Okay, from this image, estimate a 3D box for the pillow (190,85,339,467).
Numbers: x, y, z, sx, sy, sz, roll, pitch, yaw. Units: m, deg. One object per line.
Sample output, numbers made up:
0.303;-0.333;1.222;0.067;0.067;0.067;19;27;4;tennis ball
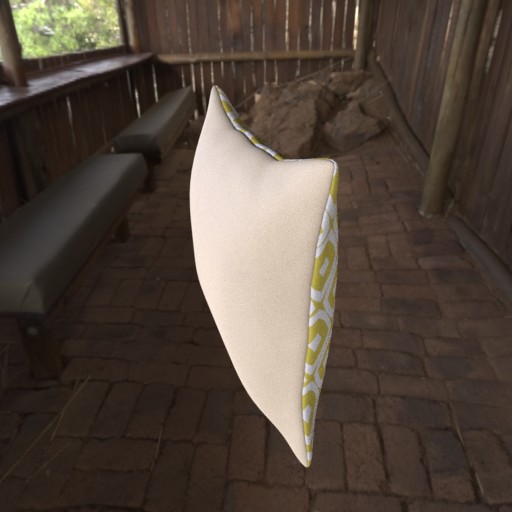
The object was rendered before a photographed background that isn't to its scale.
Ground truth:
0.000;0.000;0.779;0.188;0.494;0.504;-10;31;-16;pillow
